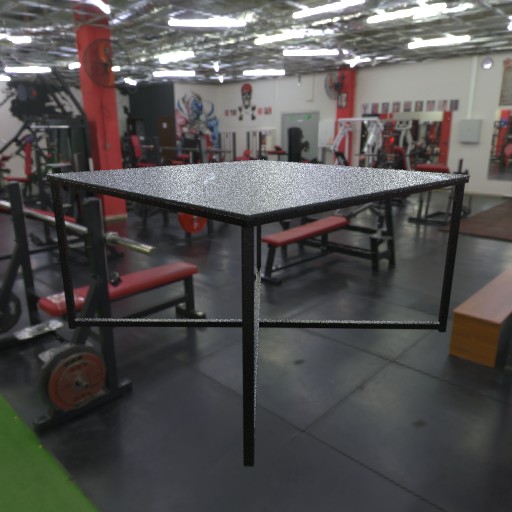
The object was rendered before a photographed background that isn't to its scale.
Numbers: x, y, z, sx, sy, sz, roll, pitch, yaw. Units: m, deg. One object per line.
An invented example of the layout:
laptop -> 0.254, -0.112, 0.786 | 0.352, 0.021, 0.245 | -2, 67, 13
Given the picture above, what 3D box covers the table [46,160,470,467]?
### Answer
table -> 0.000, 0.000, 1.242 | 0.800, 0.450, 0.800 | -15, 22, -42
